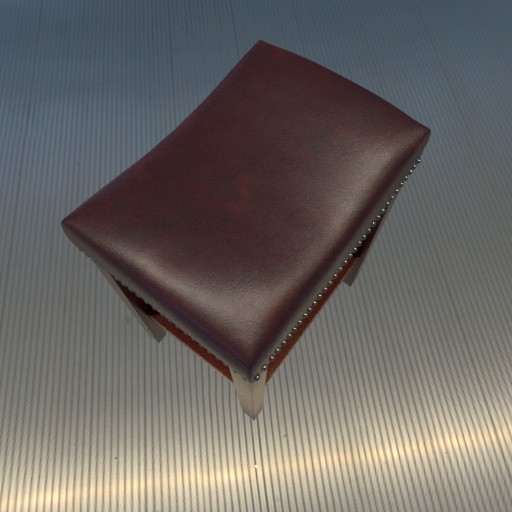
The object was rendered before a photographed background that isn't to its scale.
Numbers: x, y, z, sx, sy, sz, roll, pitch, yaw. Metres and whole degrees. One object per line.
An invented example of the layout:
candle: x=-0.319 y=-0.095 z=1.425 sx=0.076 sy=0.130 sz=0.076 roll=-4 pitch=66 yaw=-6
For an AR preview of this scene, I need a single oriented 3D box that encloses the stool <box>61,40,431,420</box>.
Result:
stool: x=0.000 y=0.000 z=0.961 sx=0.372 sy=0.657 sz=0.504 roll=35 pitch=69 yaw=15
